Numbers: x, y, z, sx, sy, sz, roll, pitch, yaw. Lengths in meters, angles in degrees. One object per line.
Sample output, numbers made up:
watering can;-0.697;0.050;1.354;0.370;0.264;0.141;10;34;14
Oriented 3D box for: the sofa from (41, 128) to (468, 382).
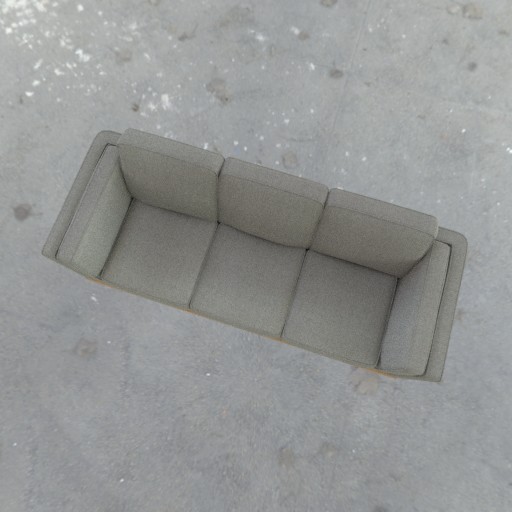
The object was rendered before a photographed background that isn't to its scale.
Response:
sofa;0.000;0.000;2.785;2.362;0.899;0.903;17;75;5
